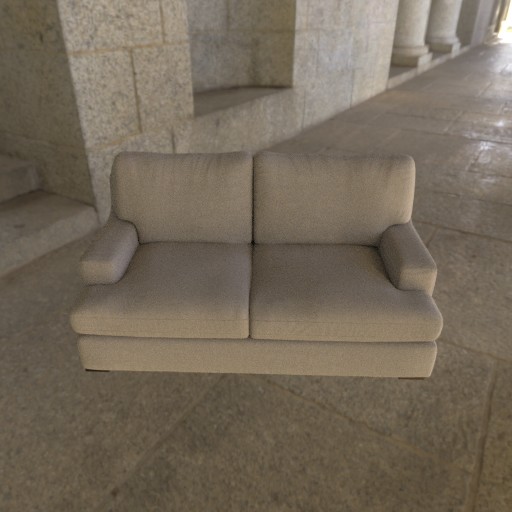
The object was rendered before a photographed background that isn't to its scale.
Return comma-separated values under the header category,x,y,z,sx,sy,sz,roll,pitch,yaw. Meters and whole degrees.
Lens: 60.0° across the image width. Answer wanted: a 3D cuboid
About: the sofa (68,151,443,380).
category,x,y,z,sx,sy,sz,roll,pitch,yaw
sofa,0.000,0.000,2.461,1.855,0.980,0.962,1,30,2
